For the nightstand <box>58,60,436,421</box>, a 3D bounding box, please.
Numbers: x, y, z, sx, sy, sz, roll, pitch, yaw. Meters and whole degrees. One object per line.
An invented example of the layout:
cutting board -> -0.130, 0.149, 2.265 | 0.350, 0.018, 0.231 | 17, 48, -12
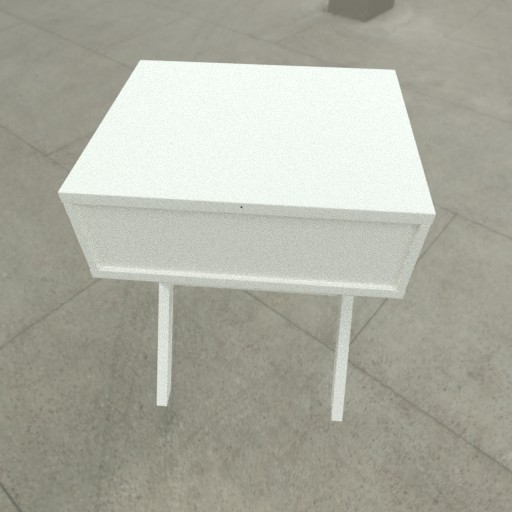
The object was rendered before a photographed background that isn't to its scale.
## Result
nightstand -> 0.000, 0.000, 0.921 | 0.479, 0.623, 0.402 | 4, 47, 3
